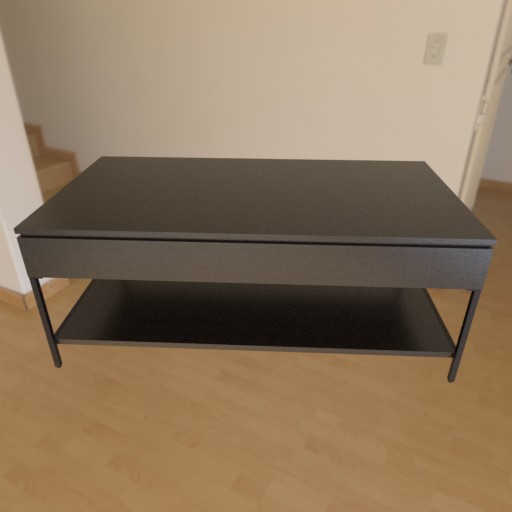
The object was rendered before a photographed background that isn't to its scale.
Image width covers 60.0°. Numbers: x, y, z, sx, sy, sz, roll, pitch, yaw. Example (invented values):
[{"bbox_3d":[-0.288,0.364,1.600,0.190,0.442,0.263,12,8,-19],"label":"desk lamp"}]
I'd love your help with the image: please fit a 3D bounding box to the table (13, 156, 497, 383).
[{"bbox_3d":[0.000,0.000,1.356,1.095,0.435,0.574,1,29,3],"label":"table"}]
